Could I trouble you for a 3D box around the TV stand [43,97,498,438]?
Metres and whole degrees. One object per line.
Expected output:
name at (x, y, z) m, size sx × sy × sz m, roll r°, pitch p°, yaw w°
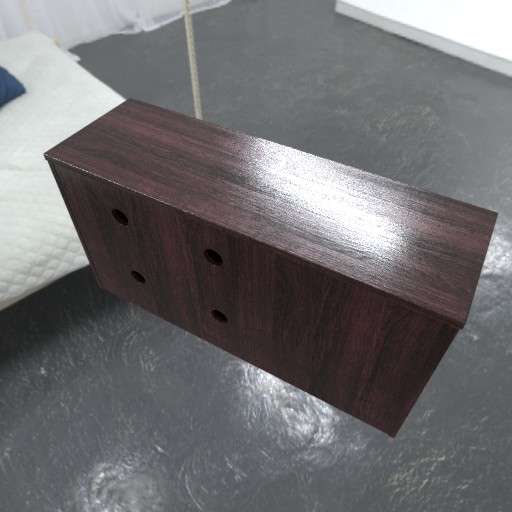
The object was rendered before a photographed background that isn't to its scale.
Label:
TV stand at (0.000, 0.000, 1.428) m, size 1.192 × 0.614 × 0.404 m, roll 23°, pitch 51°, yaw 20°
